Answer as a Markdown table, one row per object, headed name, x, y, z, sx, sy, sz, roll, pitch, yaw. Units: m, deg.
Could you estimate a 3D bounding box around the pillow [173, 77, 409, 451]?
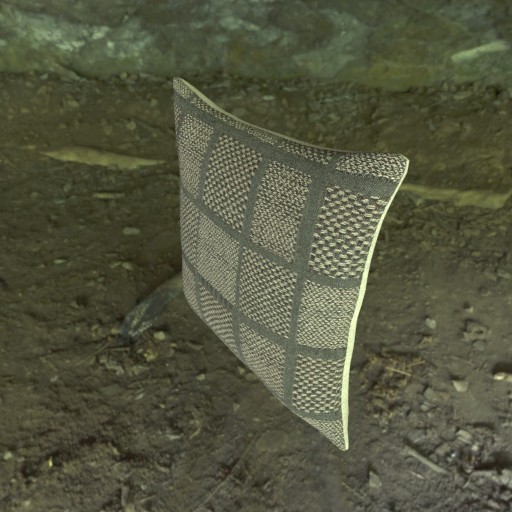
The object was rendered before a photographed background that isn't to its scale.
| name | x | y | z | sx | sy | sz | roll | pitch | yaw |
| --- | --- | --- | --- | --- | --- | --- | --- | --- | --- |
| pillow | 0.000 | 0.000 | 0.652 | 0.138 | 0.432 | 0.435 | -22 | 39 | -30 |
